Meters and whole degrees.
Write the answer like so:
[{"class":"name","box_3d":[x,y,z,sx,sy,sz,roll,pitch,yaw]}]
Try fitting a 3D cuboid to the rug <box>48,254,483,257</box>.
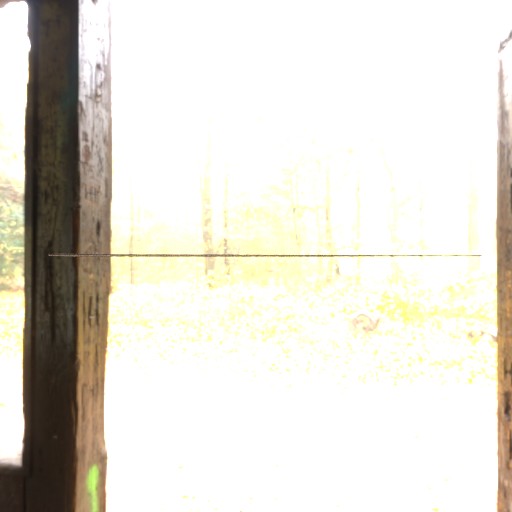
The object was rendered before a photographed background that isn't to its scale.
[{"class":"rug","box_3d":[0.000,0.000,3.045,2.438,0.008,1.523,0,0,-19]}]
